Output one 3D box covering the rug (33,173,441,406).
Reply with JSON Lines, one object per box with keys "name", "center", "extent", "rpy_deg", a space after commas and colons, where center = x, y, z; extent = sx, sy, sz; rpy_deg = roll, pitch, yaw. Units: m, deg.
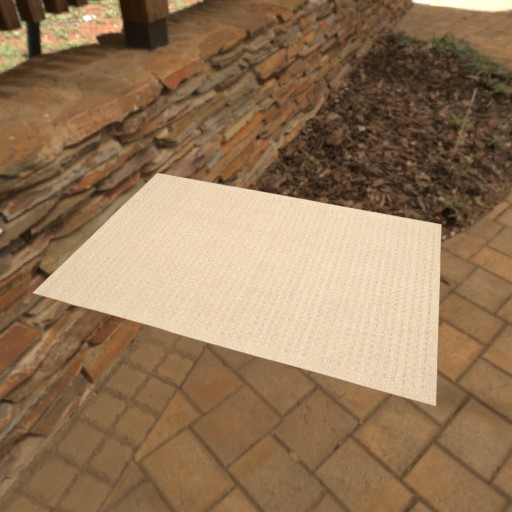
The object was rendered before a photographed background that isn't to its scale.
{"name": "rug", "center": [0.000, 0.000, 2.899], "extent": [2.289, 0.006, 1.523], "rpy_deg": [12, 41, 14]}
